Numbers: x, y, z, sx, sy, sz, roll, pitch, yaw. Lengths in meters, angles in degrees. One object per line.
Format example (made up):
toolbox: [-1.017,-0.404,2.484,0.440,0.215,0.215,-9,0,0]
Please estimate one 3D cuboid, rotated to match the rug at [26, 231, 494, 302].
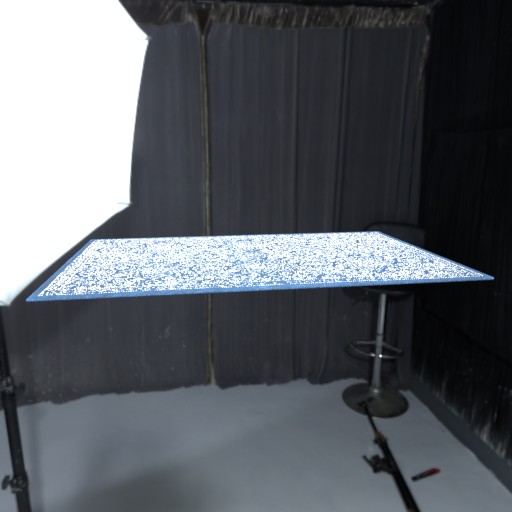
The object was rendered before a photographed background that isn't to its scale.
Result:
rug: [0.000,0.000,3.008,2.441,0.015,1.526,-2,13,-9]
